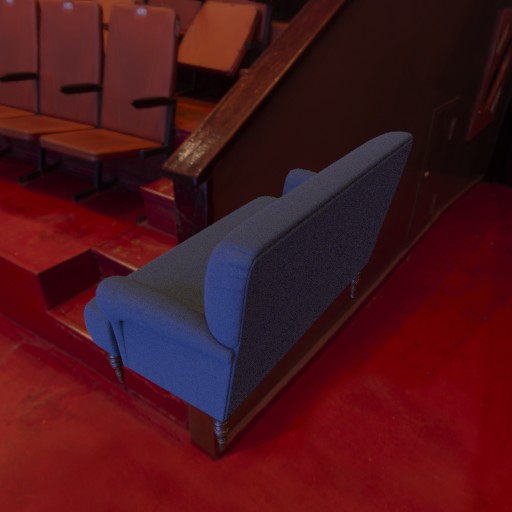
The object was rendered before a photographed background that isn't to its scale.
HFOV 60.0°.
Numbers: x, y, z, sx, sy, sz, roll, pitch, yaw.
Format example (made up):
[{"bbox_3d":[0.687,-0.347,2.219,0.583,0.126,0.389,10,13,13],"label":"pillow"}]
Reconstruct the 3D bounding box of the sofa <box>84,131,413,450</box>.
[{"bbox_3d":[0.000,0.000,1.831,0.779,0.889,1.297,21,38,29],"label":"sofa"}]
